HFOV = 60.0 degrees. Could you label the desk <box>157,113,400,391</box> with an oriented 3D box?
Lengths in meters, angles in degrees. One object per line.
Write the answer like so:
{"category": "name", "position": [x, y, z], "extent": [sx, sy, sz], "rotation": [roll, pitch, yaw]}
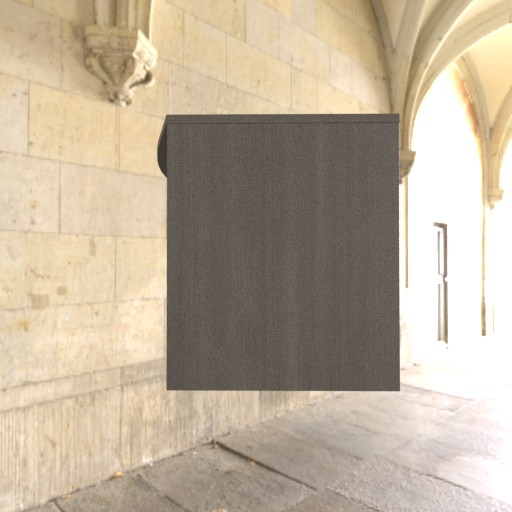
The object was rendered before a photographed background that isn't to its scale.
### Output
{"category": "desk", "position": [0.000, 0.000, 2.001], "extent": [0.802, 0.750, 1.600], "rotation": [0, -1, 1]}
